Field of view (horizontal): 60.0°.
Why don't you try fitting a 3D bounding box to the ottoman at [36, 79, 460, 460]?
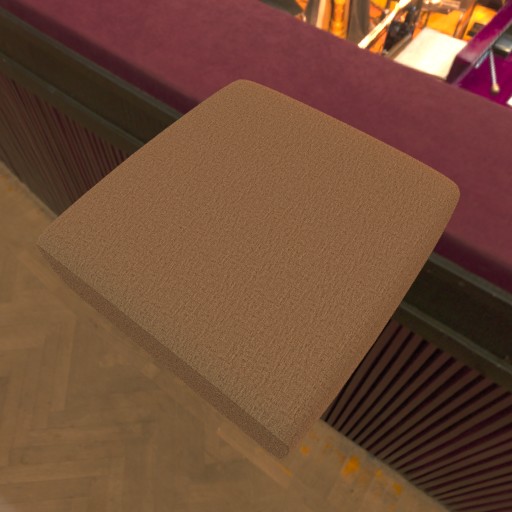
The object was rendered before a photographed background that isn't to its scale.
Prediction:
[{"bbox_3d":[0.000,0.000,1.031,0.649,0.398,0.650,33,63,19],"label":"ottoman"}]
